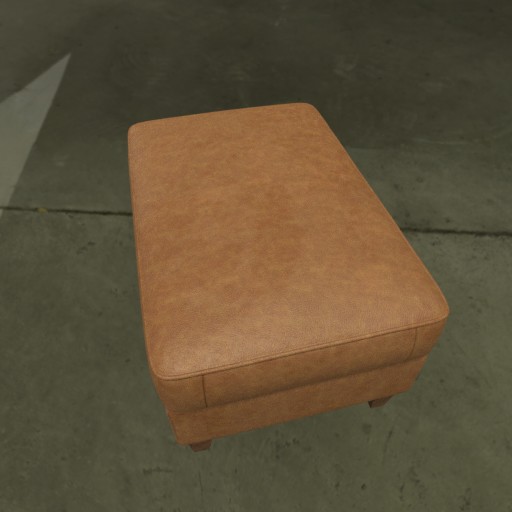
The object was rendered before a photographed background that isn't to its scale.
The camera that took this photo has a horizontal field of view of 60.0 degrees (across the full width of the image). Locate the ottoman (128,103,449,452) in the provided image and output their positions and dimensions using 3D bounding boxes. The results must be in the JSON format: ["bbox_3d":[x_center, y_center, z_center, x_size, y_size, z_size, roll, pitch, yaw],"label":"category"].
[{"bbox_3d":[0.000,0.000,1.184,0.584,0.483,0.864,-10,47,-10],"label":"ottoman"}]
